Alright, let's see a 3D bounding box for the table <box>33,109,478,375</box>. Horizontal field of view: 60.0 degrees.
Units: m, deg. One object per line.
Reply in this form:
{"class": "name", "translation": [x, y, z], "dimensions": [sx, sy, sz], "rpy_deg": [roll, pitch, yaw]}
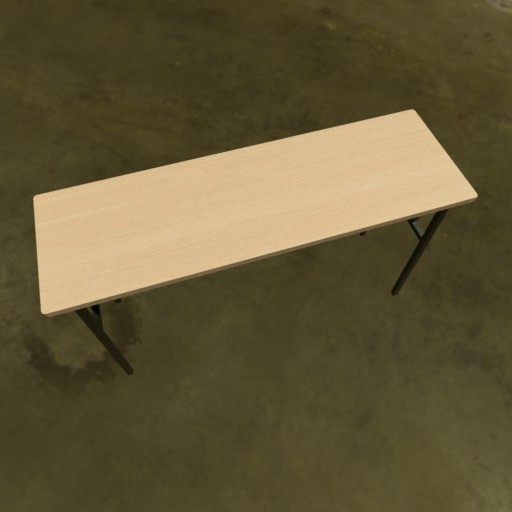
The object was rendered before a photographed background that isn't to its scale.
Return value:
{"class": "table", "translation": [0.000, 0.000, 1.776], "dimensions": [1.397, 0.750, 0.447], "rpy_deg": [-15, 60, -9]}
